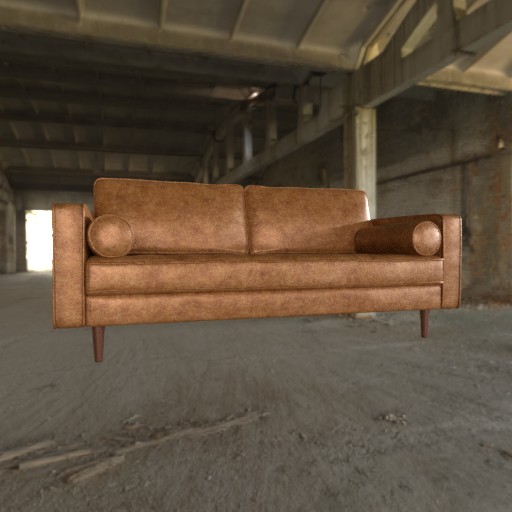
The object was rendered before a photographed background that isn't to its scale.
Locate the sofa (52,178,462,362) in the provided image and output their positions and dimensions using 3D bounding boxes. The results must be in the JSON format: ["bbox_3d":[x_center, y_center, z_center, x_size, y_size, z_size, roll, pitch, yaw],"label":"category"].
[{"bbox_3d":[0.000,0.000,2.360,1.920,0.825,0.924,0,1,-18],"label":"sofa"}]
